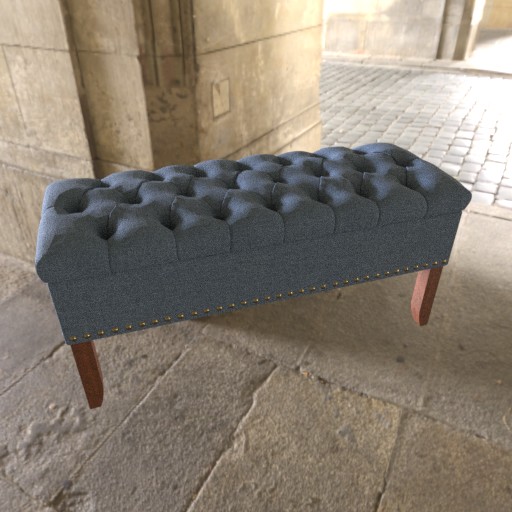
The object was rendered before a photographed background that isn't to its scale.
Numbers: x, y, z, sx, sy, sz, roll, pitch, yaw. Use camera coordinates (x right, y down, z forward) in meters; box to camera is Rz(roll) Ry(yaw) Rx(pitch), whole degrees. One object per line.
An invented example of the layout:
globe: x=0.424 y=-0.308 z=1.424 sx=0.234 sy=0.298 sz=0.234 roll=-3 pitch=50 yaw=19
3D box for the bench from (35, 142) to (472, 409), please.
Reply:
bench: x=0.000 y=0.000 z=1.276 sx=1.052 sy=0.492 sz=0.417 roll=-10 pitch=34 yaw=-15
